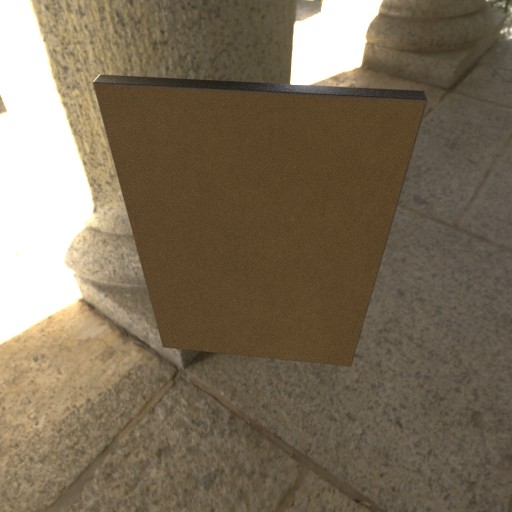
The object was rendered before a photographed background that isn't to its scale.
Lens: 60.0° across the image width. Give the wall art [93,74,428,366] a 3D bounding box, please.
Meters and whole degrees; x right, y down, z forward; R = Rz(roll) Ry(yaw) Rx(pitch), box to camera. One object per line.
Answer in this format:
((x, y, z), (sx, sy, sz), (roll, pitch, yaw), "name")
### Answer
((0.000, 0.000, 0.581), (0.314, 0.455, 0.019), (5, 45, 5), "wall art")
